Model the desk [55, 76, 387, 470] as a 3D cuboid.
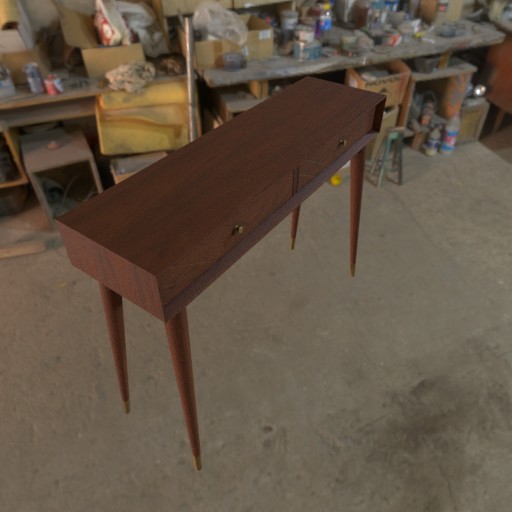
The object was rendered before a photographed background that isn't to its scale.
[{"bbox_3d":[0.000,0.000,1.668,0.384,0.917,1.204,25,47,26],"label":"desk"}]
